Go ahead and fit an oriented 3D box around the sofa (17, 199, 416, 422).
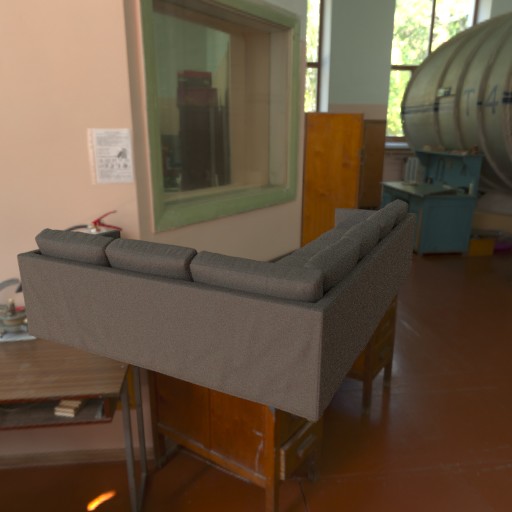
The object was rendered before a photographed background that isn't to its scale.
[{"bbox_3d":[0.000,0.000,4.215,2.432,0.871,3.182,8,18,26],"label":"sofa"}]
